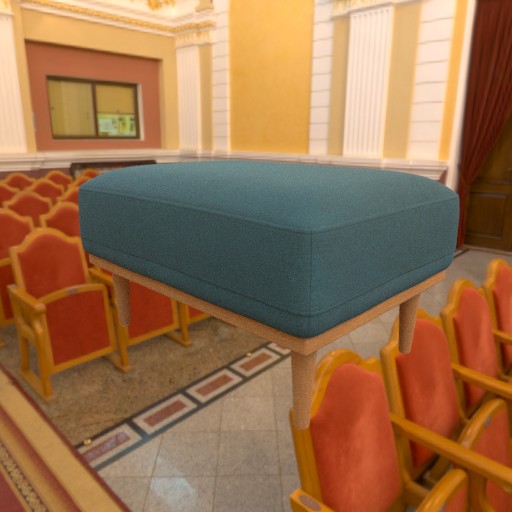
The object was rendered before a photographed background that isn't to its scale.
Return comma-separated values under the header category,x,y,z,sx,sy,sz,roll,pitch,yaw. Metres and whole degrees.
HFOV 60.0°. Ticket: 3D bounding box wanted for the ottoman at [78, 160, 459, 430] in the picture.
category,x,y,z,sx,sy,sz,roll,pitch,yaw
ottoman,0.000,0.000,1.064,0.749,0.428,0.549,15,21,43
